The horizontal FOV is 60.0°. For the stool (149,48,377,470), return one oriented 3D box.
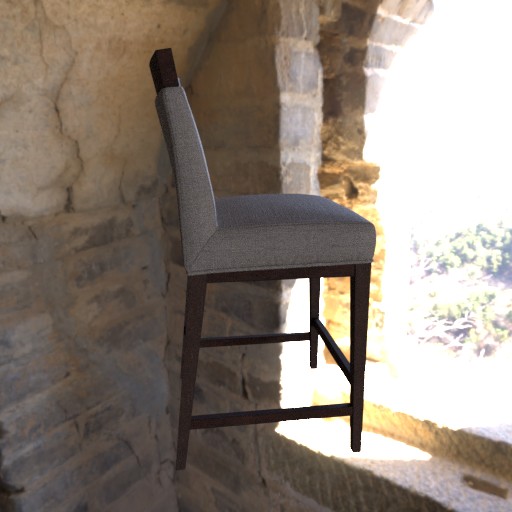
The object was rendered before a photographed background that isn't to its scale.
[{"bbox_3d":[0.000,0.000,1.278,0.531,1.009,0.512,-2,16,-8],"label":"stool"}]
